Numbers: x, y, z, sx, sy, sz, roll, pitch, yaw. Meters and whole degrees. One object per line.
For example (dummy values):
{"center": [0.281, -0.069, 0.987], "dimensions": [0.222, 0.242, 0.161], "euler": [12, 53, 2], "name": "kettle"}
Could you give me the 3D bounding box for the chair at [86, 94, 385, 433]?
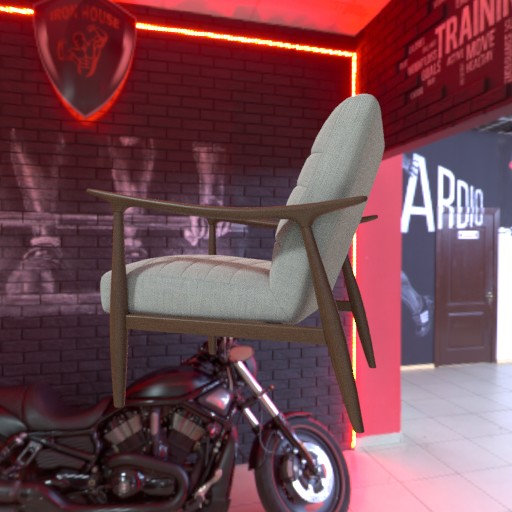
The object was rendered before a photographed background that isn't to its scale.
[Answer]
{"center": [0.000, 0.000, 1.455], "dimensions": [0.798, 0.832, 0.741], "euler": [0, 1, 18], "name": "chair"}
